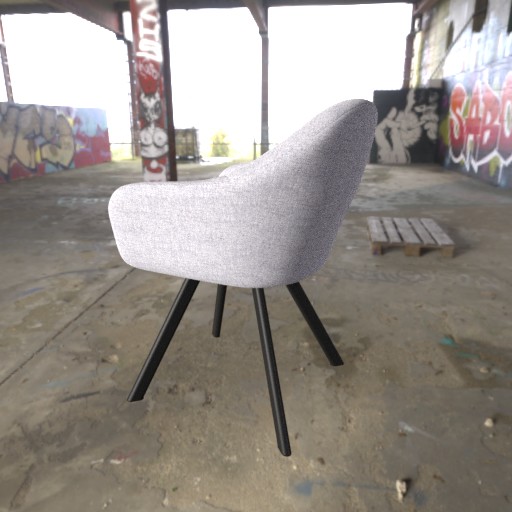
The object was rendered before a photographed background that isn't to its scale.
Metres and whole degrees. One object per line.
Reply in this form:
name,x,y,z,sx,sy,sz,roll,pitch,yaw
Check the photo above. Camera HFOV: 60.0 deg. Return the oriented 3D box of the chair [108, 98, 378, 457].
chair,0.000,0.000,1.177,0.570,0.780,0.540,8,19,25
